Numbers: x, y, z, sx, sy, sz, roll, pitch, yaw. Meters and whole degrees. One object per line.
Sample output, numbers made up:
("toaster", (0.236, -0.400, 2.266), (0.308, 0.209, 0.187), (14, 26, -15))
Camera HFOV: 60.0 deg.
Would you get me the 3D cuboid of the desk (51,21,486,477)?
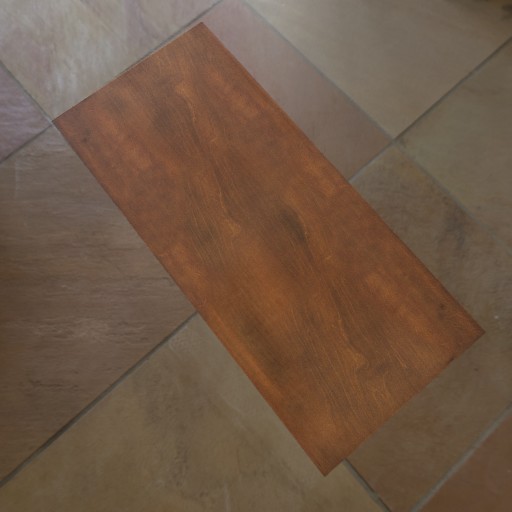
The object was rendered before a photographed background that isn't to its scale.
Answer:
("desk", (0.000, 0.000, 1.485), (0.508, 0.762, 1.117), (-38, 79, -9))
